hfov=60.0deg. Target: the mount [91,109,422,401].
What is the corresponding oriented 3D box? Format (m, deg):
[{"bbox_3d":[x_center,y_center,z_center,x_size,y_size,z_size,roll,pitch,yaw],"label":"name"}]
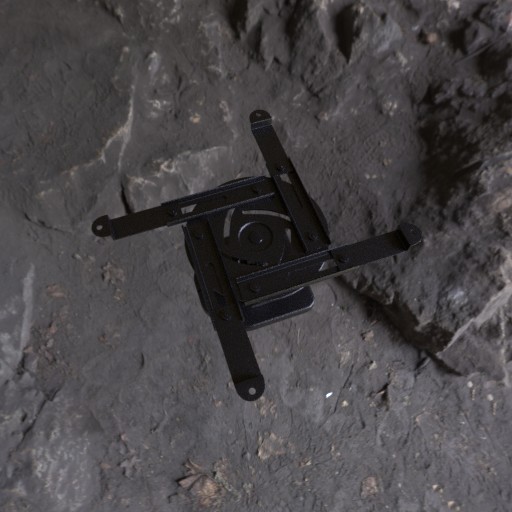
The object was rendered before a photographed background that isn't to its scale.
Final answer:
[{"bbox_3d":[0.000,0.000,0.624,0.394,0.141,0.394,-17,63,-9],"label":"mount"}]
